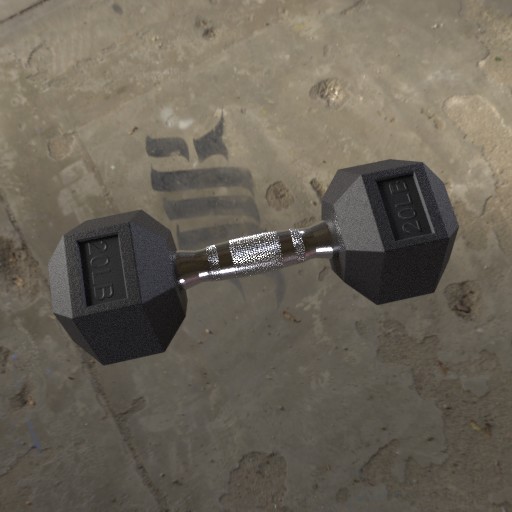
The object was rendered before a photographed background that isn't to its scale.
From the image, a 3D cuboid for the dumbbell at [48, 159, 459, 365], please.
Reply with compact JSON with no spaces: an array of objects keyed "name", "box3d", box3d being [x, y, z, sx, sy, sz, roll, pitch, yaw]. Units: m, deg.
[{"name":"dumbbell","box3d":[0.000,0.000,0.350,0.297,0.101,0.116,-12,75,-3]}]
